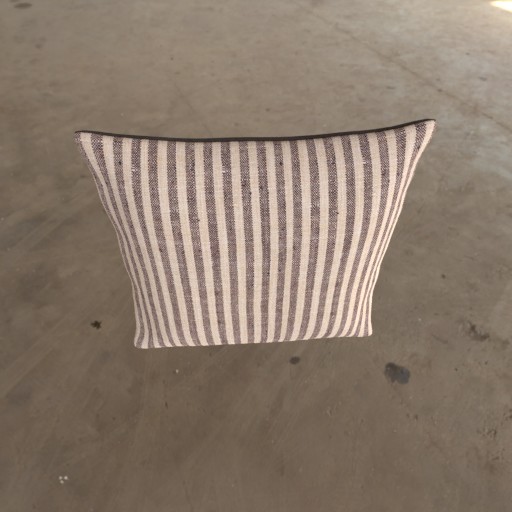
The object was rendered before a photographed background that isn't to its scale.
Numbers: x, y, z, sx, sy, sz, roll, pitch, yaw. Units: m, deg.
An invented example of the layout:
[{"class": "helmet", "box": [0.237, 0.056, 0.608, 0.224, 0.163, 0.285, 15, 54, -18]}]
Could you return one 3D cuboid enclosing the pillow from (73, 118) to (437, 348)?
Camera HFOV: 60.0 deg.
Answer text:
[{"class": "pillow", "box": [0.000, 0.000, 0.797, 0.523, 0.506, 0.166, -3, 44, -3]}]
